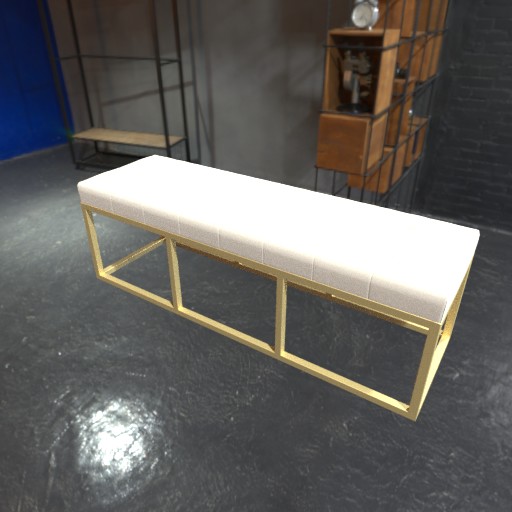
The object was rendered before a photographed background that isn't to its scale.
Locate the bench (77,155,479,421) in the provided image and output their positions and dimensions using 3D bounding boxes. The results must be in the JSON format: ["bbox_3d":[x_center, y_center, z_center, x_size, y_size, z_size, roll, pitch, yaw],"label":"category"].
[{"bbox_3d":[0.000,0.000,1.750,1.473,0.484,0.457,18,35,28],"label":"bench"}]
